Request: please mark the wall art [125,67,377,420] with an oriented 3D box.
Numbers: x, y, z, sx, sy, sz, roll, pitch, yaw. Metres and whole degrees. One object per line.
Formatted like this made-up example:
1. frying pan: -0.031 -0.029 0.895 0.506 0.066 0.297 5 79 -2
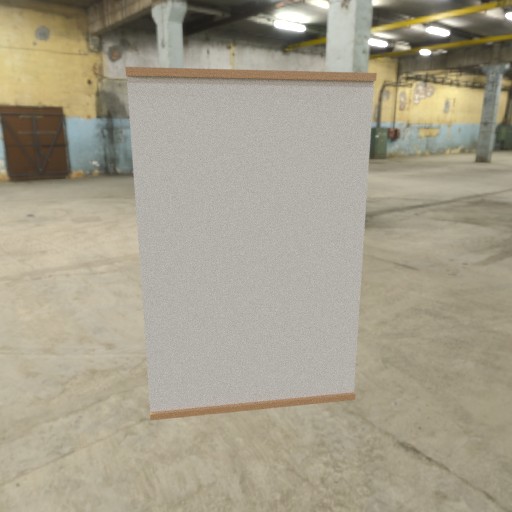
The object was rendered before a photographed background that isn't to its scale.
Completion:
1. wall art: 0.000 0.000 0.786 0.401 0.611 0.016 -3 15 -9
